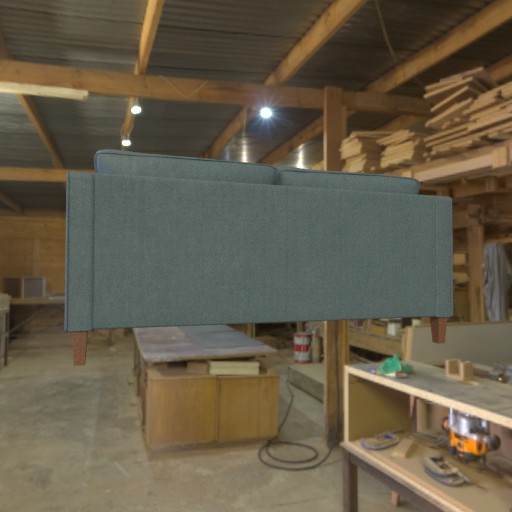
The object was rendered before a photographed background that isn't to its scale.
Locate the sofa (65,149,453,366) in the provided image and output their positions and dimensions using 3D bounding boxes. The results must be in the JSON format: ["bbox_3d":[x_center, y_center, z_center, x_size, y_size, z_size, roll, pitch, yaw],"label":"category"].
[{"bbox_3d":[0.000,0.000,2.851,2.178,1.071,1.066,1,-2,-18],"label":"sofa"}]
